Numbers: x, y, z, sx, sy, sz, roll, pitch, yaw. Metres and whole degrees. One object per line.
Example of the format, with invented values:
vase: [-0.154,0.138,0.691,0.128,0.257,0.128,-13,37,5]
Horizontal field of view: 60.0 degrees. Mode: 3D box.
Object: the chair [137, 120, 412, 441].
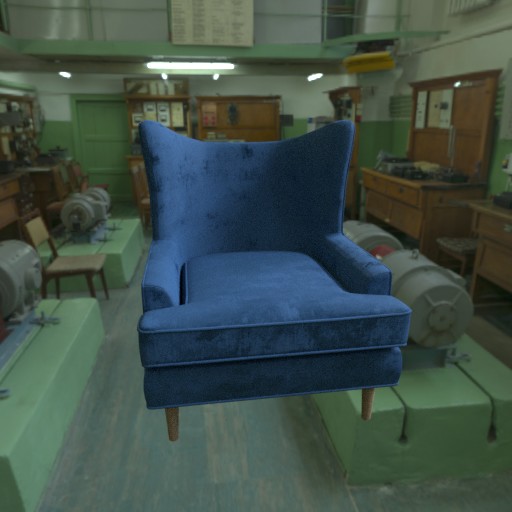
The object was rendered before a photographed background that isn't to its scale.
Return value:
chair: [0.000,0.000,1.623,0.793,0.952,0.910,-3,18,-9]
